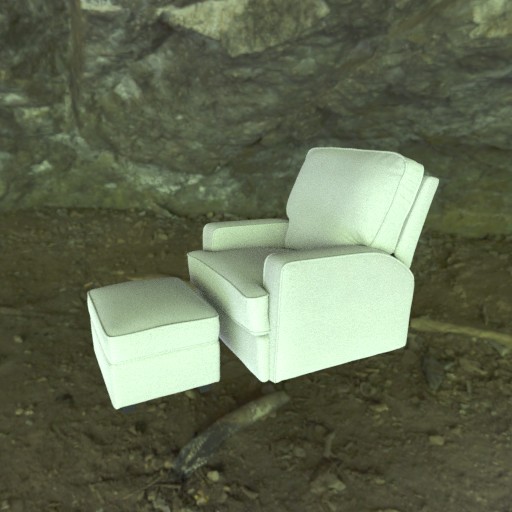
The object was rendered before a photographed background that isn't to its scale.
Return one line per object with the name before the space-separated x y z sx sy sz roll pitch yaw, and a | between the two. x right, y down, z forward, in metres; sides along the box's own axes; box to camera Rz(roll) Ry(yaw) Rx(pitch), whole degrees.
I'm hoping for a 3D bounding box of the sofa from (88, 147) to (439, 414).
sofa | 0.000 0.000 2.069 1.472 0.959 0.861 -8 18 -26
